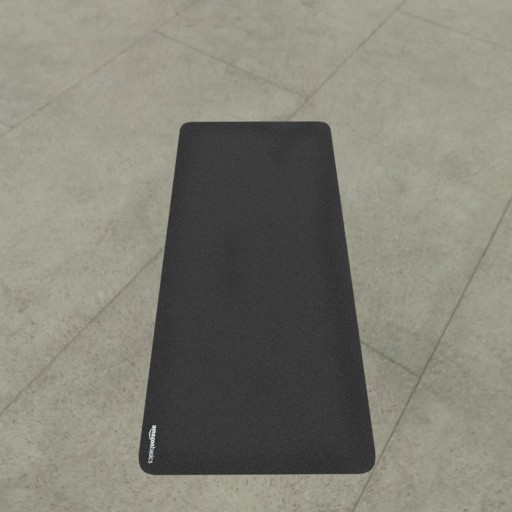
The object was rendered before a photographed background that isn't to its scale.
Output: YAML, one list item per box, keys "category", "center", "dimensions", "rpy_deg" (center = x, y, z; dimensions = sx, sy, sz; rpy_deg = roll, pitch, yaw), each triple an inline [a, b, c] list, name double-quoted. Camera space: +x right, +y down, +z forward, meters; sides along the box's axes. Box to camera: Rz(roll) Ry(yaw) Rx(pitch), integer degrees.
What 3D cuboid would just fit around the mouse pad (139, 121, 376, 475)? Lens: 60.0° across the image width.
- category: "mouse pad"
  center: [0.000, 0.000, 1.019]
  dimensions: [0.424, 0.003, 0.907]
  rpy_deg: [0, 57, 0]
